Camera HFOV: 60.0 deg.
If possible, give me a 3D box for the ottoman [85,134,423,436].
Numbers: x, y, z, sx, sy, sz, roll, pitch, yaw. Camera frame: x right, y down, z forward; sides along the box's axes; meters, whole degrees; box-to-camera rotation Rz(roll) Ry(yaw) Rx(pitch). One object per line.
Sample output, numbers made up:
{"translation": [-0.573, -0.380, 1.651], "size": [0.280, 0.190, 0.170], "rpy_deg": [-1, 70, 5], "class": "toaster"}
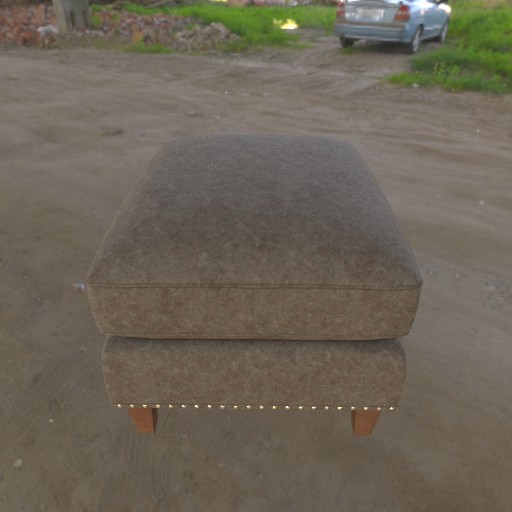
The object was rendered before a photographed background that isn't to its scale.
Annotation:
{"translation": [0.000, 0.000, 1.128], "size": [0.584, 0.513, 0.741], "rpy_deg": [0, 32, 1], "class": "ottoman"}
